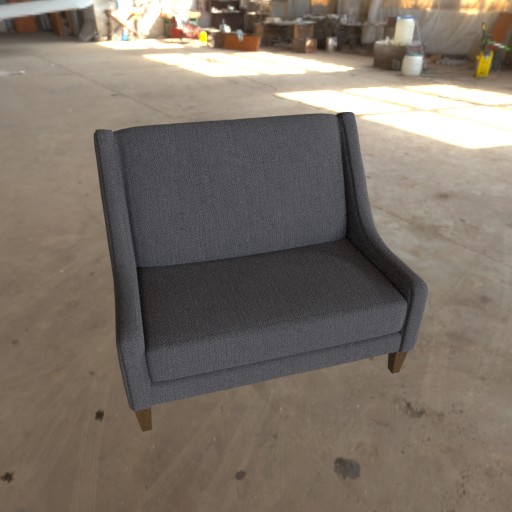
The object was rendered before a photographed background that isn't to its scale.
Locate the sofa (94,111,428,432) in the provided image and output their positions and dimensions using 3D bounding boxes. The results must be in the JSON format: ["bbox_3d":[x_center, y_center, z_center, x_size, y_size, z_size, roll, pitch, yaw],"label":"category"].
[{"bbox_3d":[0.000,0.000,1.968,1.242,1.022,0.873,-8,32,-14],"label":"sofa"}]
